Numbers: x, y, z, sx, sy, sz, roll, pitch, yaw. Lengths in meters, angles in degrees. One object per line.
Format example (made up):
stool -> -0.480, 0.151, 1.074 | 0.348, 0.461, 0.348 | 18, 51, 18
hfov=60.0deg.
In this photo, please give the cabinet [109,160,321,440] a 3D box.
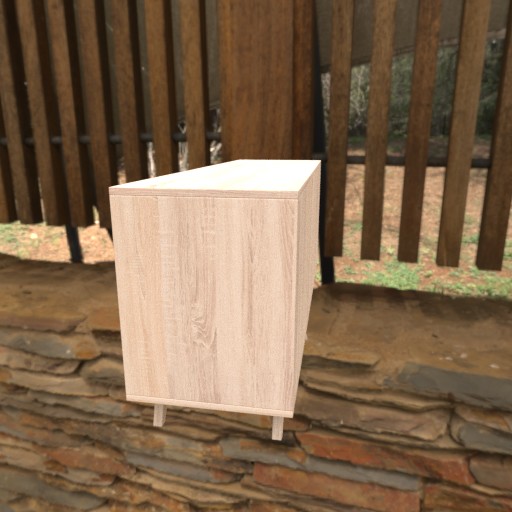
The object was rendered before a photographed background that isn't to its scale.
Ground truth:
cabinet -> 0.000, 0.000, 2.011 | 0.500, 0.780, 1.650 | 3, 15, 10
